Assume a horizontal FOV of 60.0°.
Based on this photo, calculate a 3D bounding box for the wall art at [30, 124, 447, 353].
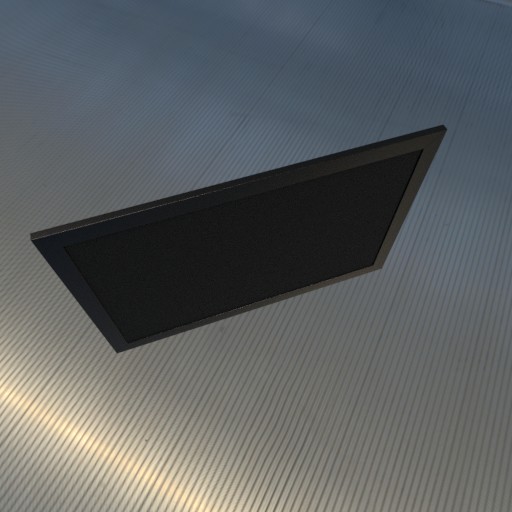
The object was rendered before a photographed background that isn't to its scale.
[{"bbox_3d":[0.000,0.000,0.859,0.660,0.447,0.013,-17,59,-10],"label":"wall art"}]
